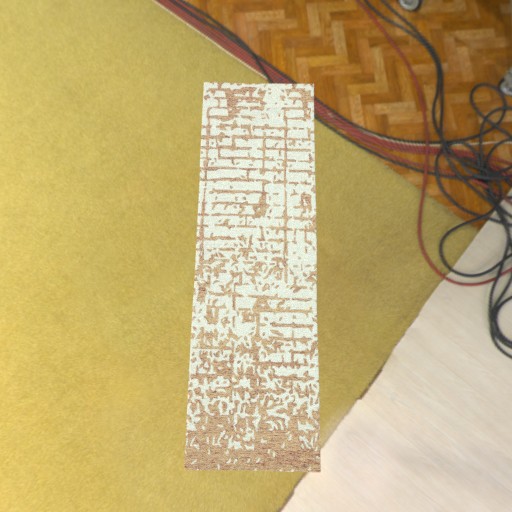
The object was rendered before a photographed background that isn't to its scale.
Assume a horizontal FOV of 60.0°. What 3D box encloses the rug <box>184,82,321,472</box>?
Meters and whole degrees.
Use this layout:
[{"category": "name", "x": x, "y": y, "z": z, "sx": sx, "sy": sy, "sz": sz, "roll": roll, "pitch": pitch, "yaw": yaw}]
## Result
[{"category": "rug", "x": 0.000, "y": 0.000, "z": 2.728, "sx": 0.750, "sy": 0.011, "sz": 2.435, "roll": 1, "pitch": 76, "yaw": 0}]
